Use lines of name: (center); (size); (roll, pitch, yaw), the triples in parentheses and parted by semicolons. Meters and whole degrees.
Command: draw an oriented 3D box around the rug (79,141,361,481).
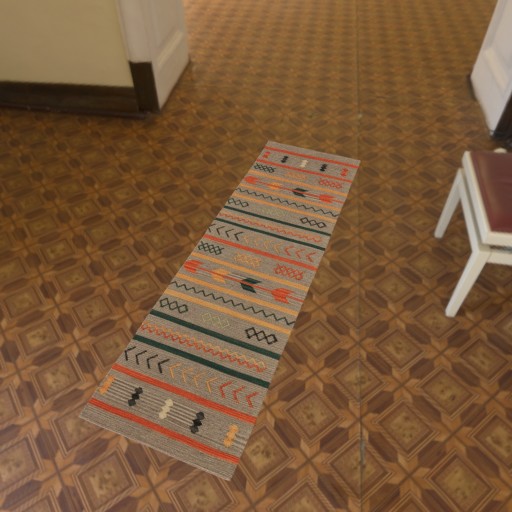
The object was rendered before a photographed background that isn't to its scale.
rug: (0.000, 0.000, 2.654); (0.744, 0.022, 2.419); (16, 49, 15)
